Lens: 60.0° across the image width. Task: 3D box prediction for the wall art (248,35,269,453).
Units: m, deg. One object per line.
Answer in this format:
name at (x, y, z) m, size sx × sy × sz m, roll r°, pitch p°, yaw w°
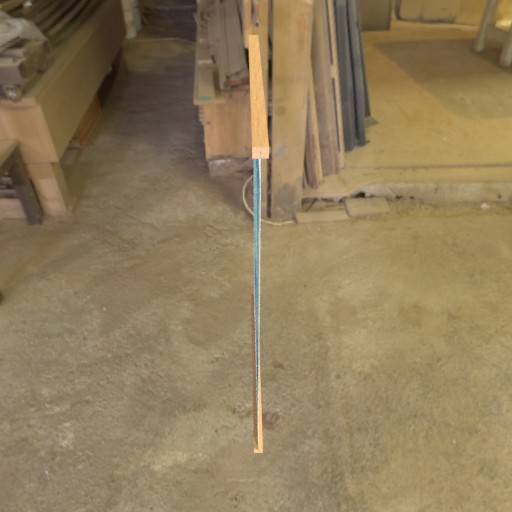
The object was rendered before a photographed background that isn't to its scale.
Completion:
wall art at (0.000, 0.000, 1.909) m, size 0.040 × 1.510 × 0.991 m, roll -1°, pitch 40°, yaw -1°
